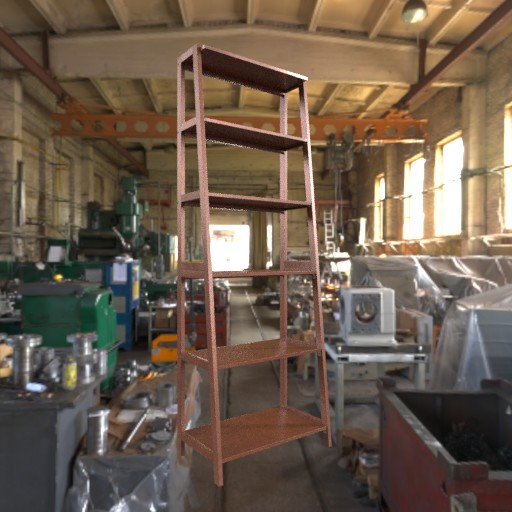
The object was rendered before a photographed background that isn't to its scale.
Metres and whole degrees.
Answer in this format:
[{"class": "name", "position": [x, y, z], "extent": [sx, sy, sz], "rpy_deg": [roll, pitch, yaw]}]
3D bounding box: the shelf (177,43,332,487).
[{"class": "shelf", "position": [0.000, 0.000, 2.164], "extent": [0.660, 1.892, 0.382], "rpy_deg": [0, 0, -36]}]
